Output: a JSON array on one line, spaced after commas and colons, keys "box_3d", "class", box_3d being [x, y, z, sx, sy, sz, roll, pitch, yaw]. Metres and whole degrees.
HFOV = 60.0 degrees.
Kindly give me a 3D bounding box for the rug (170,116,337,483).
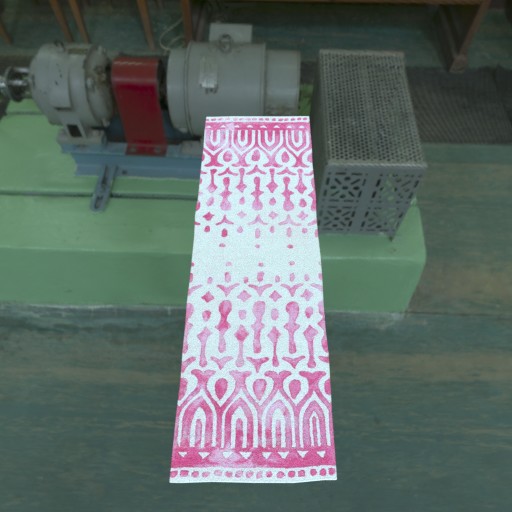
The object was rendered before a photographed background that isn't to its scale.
[{"box_3d": [0.000, 0.000, 2.683, 0.787, 0.011, 2.458, 1, 59, 0], "class": "rug"}]
